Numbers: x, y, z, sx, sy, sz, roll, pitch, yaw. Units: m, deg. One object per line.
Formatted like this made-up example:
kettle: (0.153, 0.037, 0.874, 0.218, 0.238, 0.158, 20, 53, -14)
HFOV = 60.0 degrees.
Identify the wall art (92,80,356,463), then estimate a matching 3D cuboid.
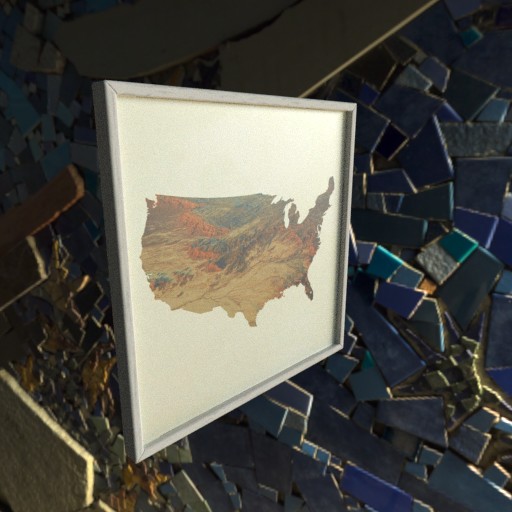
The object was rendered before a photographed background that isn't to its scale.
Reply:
wall art: (0.000, 0.000, 1.883, 1.287, 1.288, 0.078, -14, 21, -43)
